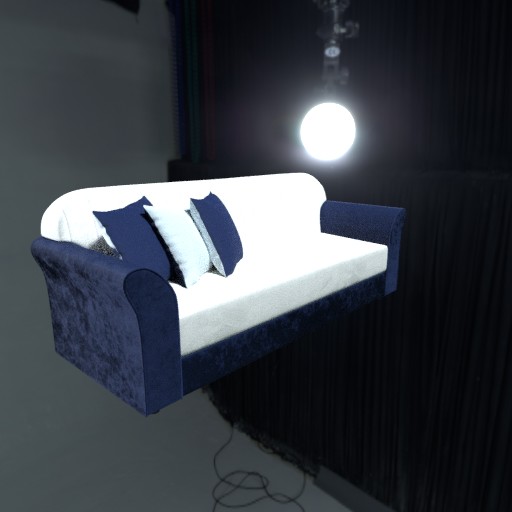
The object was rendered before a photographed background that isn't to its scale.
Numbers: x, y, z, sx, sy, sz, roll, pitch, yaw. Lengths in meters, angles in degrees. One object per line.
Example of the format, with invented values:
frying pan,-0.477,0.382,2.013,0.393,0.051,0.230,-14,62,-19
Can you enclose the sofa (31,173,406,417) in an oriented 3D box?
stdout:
sofa,0.000,0.000,2.381,0.749,0.789,2.006,13,19,41
